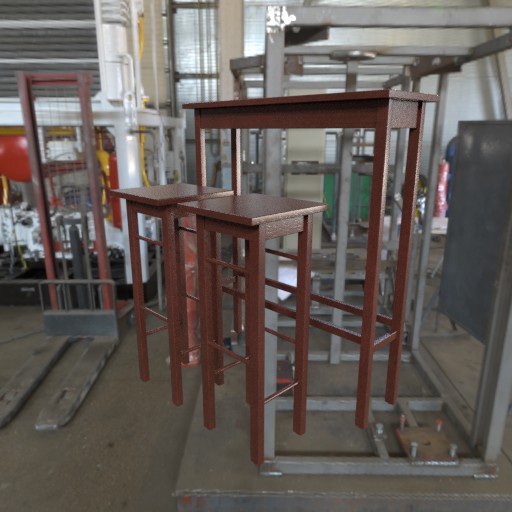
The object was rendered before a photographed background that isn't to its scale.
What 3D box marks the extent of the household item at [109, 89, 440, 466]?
[{"bbox_3d":[0.000,0.000,1.580,0.676,1.067,0.914,-15,22,-42],"label":"household item"}]
